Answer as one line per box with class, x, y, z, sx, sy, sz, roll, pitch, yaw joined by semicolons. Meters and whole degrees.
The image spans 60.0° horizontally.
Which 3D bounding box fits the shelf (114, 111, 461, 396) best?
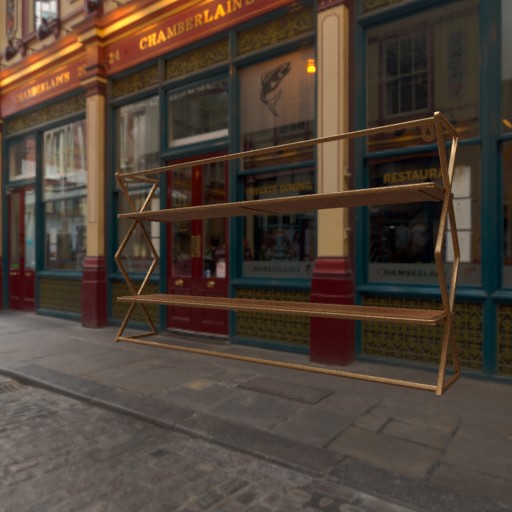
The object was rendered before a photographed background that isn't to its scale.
shelf;0.000;0.000;0.998;0.822;0.450;0.150;-1;-1;36
